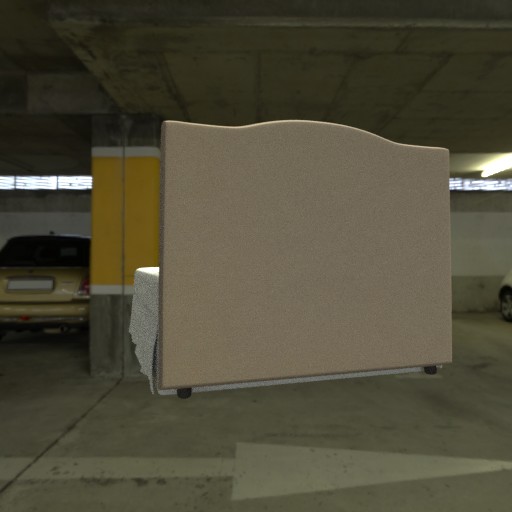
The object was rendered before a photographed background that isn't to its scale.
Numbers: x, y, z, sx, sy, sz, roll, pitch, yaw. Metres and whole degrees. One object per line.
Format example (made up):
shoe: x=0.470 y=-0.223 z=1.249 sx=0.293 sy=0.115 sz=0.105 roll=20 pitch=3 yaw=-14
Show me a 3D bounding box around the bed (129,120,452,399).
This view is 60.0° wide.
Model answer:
bed: x=0.000 y=0.000 z=3.459 sx=1.821 sy=1.436 sz=2.282 roll=0 pitch=-1 yaw=-18
